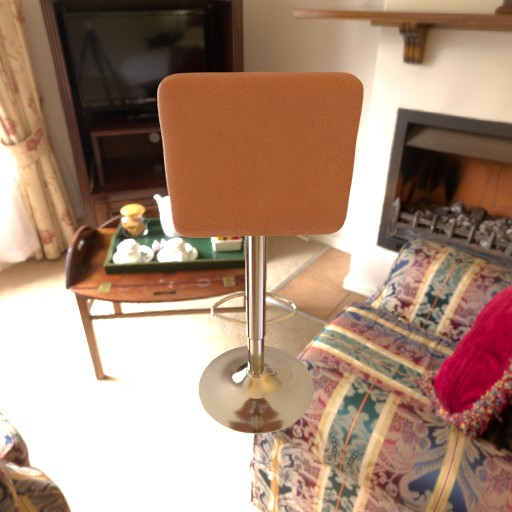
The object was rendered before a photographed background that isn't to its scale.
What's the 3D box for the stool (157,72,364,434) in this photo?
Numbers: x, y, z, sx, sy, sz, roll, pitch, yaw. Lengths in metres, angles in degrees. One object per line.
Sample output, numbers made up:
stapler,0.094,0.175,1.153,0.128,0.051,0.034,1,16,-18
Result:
stool,0.000,0.000,1.359,0.430,1.115,0.505,-1,31,-2
